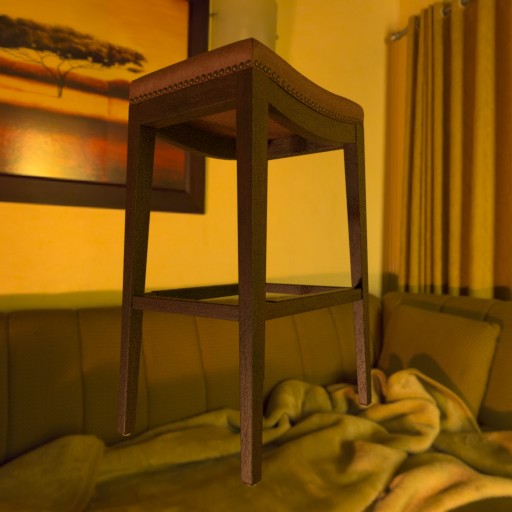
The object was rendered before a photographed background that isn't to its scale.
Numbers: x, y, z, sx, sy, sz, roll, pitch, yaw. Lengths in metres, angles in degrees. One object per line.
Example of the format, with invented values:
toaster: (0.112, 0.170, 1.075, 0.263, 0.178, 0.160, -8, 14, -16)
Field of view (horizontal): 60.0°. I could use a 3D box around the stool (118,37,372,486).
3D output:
stool: (0.000, 0.000, 1.029, 0.361, 0.759, 0.500, 0, 1, 37)
